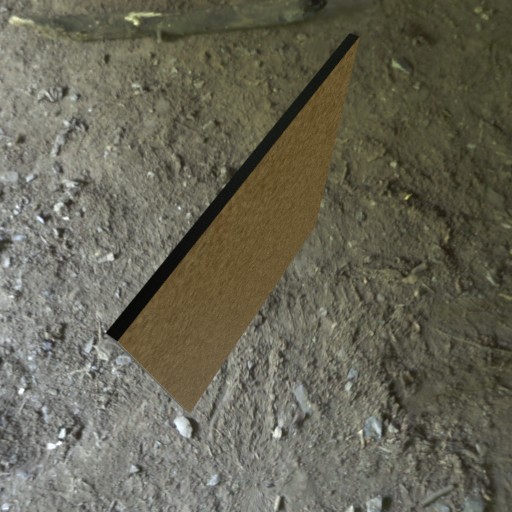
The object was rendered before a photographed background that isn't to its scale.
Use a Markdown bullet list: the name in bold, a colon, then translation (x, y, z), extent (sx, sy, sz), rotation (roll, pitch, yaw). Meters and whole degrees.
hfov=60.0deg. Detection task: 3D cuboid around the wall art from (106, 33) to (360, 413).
- **wall art**: translation (0.000, 0.000, 0.650), extent (0.014, 0.445, 0.446), rotation (30, 67, 14)
